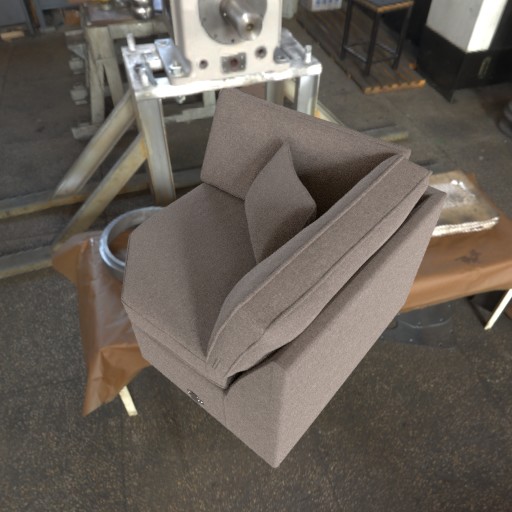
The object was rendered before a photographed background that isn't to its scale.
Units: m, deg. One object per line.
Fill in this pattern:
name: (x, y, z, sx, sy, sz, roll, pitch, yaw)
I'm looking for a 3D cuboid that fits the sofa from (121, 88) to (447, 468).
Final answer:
sofa: (0.000, 0.000, 1.849, 1.050, 0.951, 1.042, 31, 54, 26)
